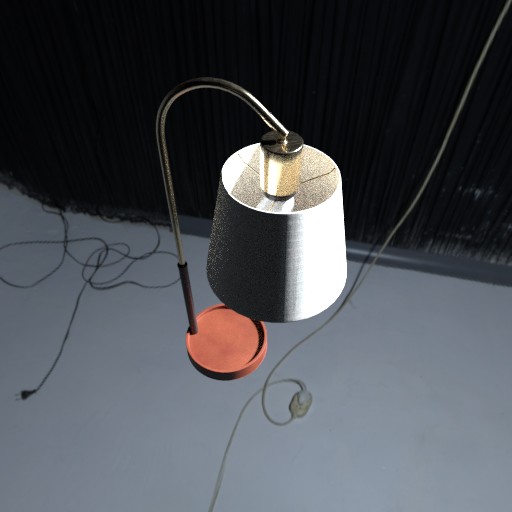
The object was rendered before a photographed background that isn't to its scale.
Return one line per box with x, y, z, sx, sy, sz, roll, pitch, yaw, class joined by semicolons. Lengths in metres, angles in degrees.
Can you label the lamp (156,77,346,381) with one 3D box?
0.000;0.000;0.667;0.273;0.536;0.211;10;48;10;lamp
